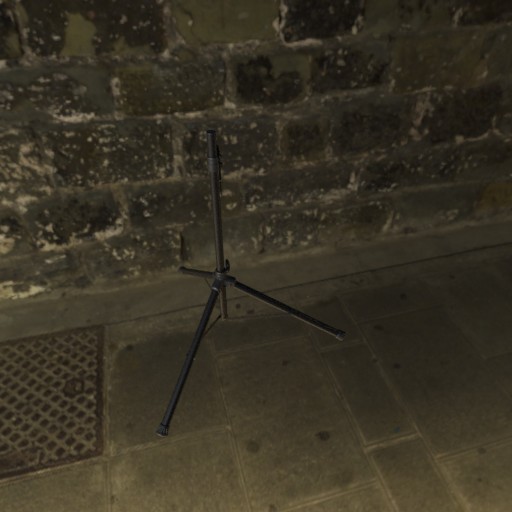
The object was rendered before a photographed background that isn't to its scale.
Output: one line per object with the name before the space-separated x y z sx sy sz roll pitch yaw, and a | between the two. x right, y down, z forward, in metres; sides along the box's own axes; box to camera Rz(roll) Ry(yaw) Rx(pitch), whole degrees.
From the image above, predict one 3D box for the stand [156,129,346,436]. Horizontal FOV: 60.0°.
stand | 0.000 0.000 1.892 0.907 1.136 1.045 0 41 -1
